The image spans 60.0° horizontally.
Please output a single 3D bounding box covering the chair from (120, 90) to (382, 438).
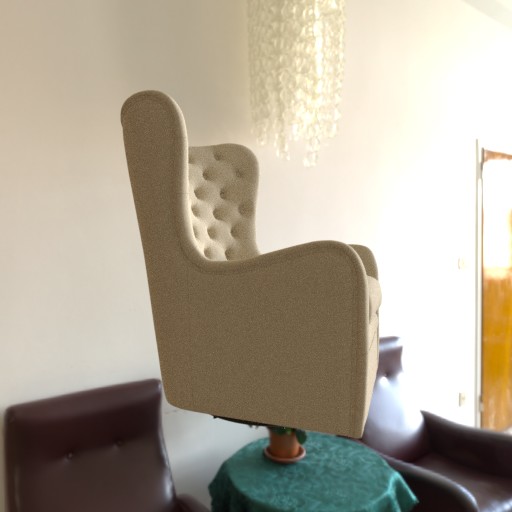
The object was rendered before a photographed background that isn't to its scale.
[{"bbox_3d":[0.000,0.000,1.731,0.929,1.079,0.831,0,1,18],"label":"chair"}]
